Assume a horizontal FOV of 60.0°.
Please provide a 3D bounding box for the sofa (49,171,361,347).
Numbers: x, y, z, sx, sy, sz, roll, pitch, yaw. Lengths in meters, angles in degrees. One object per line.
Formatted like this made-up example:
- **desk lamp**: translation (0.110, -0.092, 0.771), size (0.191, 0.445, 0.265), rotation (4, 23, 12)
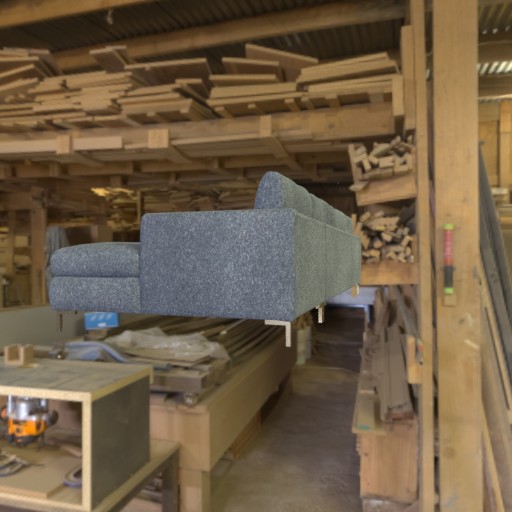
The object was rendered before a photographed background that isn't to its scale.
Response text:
- **sofa**: translation (0.000, 0.000, 3.507), size (1.350, 0.810, 2.932), rotation (0, 0, 19)
